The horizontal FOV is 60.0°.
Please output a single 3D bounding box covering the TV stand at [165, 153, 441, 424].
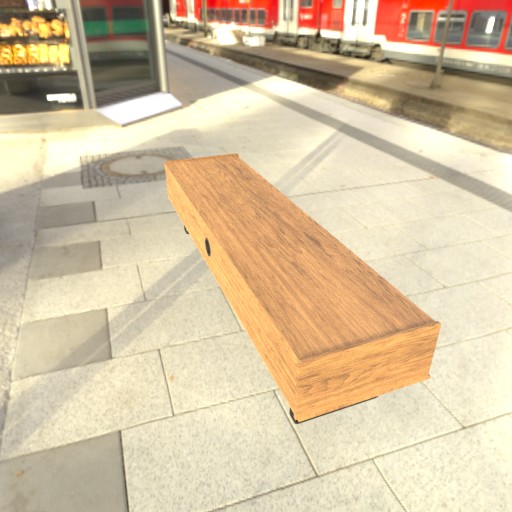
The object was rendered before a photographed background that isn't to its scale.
[{"bbox_3d":[0.000,0.000,2.034,0.467,0.415,1.796,-11,31,-19],"label":"TV stand"}]
